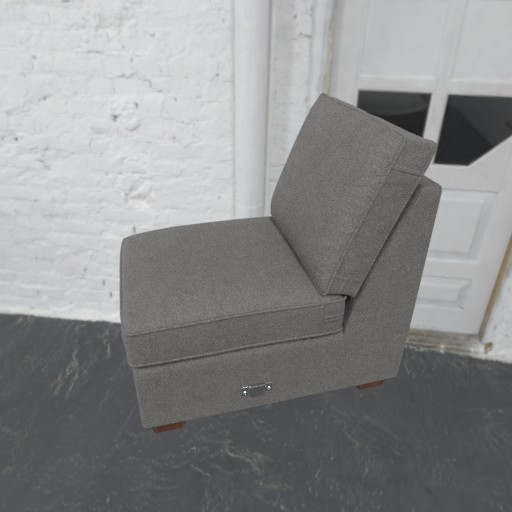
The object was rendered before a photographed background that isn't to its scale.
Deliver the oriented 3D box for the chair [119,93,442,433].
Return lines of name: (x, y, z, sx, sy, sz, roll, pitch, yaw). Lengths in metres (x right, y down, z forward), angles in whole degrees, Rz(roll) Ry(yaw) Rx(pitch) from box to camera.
chair: (0.000, 0.000, 1.556, 0.938, 0.970, 0.621, -8, 32, -13)
